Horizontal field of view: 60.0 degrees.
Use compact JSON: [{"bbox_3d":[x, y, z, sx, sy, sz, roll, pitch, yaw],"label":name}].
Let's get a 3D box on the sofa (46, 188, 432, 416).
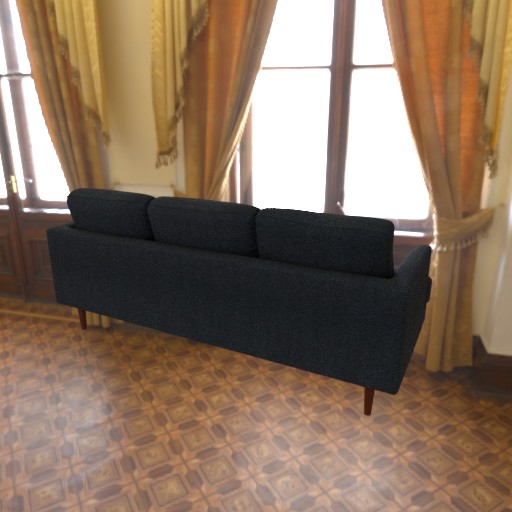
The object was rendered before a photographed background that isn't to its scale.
[{"bbox_3d":[0.000,0.000,3.003,2.233,0.956,1.504,9,20,26],"label":"sofa"}]
